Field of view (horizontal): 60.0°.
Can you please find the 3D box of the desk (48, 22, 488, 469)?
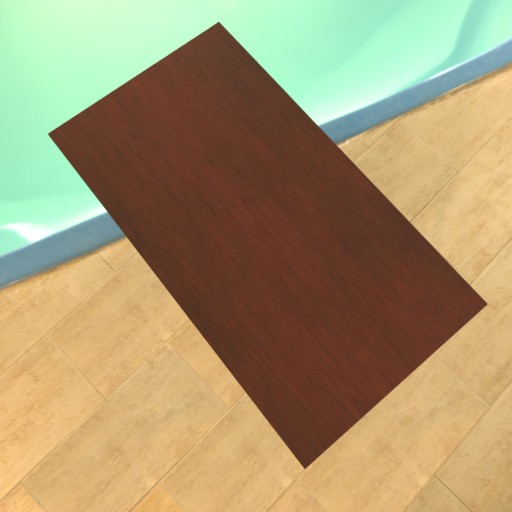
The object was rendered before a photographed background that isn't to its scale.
[{"bbox_3d":[0.000,0.000,1.431,0.549,0.762,1.001,-38,78,-10],"label":"desk"}]
